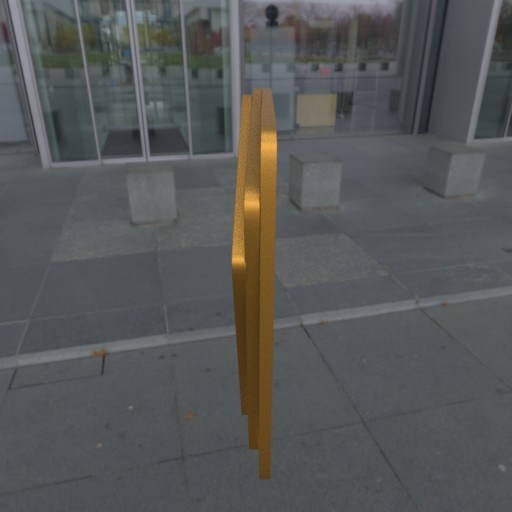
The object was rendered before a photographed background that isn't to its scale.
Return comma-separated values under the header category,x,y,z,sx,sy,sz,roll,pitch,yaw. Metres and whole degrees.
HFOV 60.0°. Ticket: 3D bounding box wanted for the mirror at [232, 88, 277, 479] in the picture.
category,x,y,z,sx,sy,sz,roll,pitch,yaw
mirror,0.000,0.000,0.695,0.045,0.468,0.470,0,25,1
